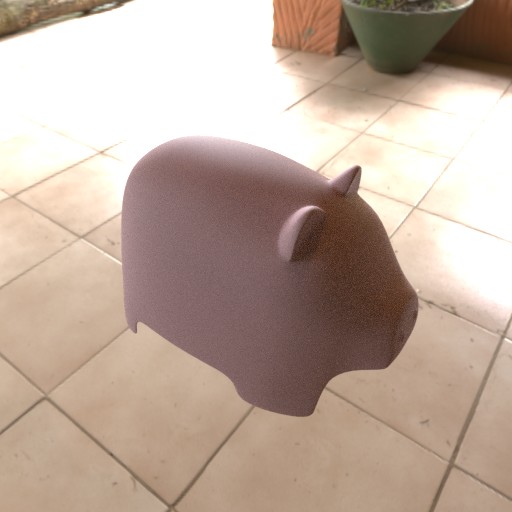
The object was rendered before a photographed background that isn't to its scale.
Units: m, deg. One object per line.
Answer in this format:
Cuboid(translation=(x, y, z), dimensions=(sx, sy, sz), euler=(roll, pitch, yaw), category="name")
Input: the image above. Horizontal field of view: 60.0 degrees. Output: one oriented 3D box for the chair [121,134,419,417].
Cuboid(translation=(0.000, 0.000, 0.853), dimensions=(0.619, 0.423, 0.364), euler=(26, 48, 26), category="chair")
